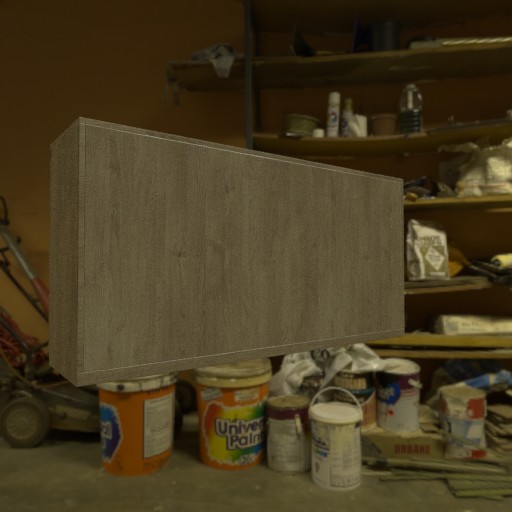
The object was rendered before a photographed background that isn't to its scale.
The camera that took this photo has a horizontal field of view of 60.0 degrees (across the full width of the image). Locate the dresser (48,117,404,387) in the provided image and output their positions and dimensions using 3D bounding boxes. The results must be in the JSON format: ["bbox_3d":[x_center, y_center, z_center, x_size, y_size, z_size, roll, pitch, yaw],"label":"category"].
[{"bbox_3d":[0.000,0.000,1.928,1.590,0.795,0.390,1,-2,-37],"label":"dresser"}]
